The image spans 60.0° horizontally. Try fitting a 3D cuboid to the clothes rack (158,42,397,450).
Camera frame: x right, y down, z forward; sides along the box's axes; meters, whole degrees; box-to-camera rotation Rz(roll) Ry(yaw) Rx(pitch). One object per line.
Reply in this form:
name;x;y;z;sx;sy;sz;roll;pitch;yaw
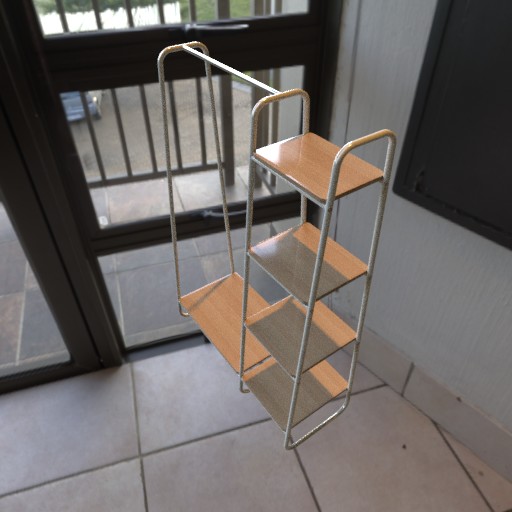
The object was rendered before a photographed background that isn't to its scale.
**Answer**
clothes rack;0.000;0.000;1.924;0.400;1.500;1.011;-25;47;-26
